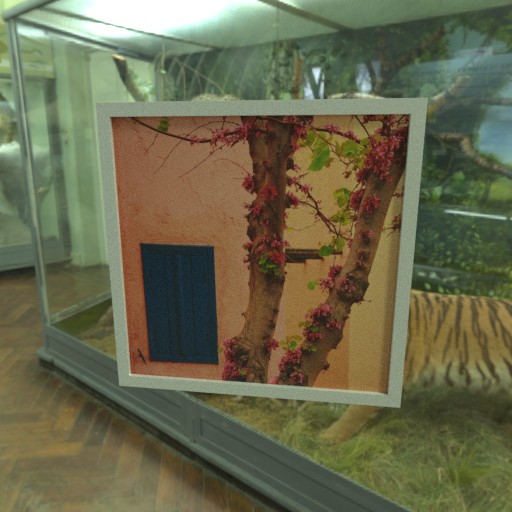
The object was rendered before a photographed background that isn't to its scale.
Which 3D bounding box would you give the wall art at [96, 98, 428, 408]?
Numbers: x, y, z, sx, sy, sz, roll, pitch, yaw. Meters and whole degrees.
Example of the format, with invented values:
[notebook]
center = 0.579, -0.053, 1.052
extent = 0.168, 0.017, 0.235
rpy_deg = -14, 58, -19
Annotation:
[wall art]
center = 0.000, 0.000, 0.458
extent = 0.305, 0.302, 0.038
rpy_deg = 2, 14, 8
